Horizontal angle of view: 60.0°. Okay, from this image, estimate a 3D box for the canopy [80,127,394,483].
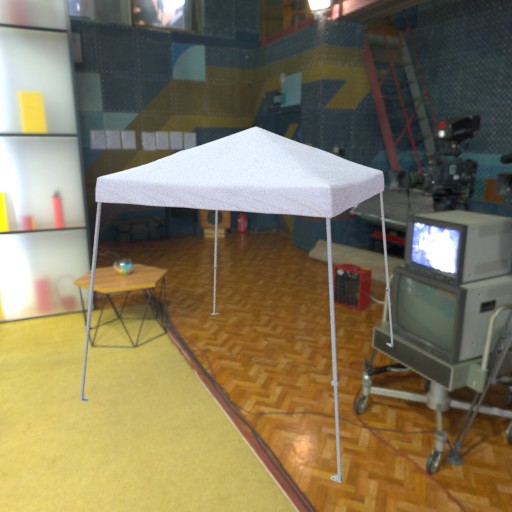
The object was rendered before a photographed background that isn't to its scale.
[{"bbox_3d":[0.000,0.000,5.086,2.849,2.850,2.850,6,15,24],"label":"canopy"}]
